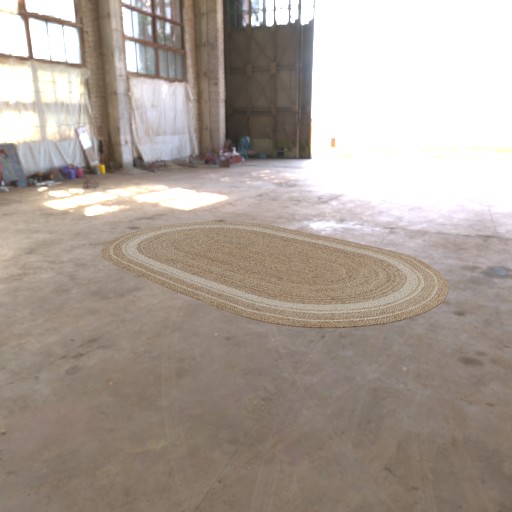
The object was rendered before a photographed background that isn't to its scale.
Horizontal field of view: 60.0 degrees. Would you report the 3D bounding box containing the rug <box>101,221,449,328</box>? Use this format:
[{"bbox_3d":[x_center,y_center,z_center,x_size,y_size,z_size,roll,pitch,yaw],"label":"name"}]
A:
[{"bbox_3d":[0.000,0.000,2.946,2.432,0.006,1.520,15,23,42],"label":"rug"}]
